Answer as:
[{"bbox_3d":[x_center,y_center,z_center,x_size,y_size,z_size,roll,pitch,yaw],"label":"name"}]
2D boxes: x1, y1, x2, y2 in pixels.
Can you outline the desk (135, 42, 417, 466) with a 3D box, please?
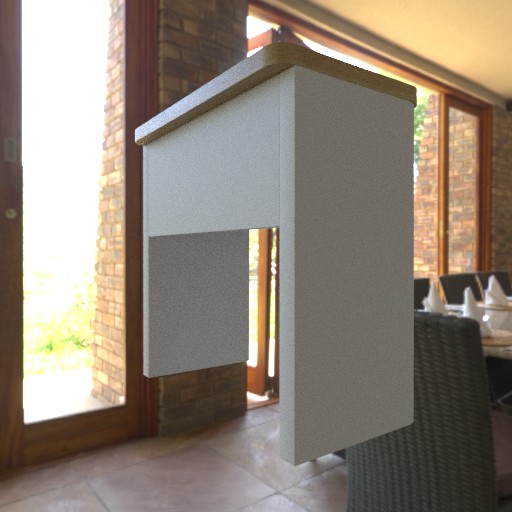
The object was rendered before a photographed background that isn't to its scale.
[{"bbox_3d":[0.000,0.000,1.235,0.440,0.790,0.760,0,0,-35],"label":"desk"}]
